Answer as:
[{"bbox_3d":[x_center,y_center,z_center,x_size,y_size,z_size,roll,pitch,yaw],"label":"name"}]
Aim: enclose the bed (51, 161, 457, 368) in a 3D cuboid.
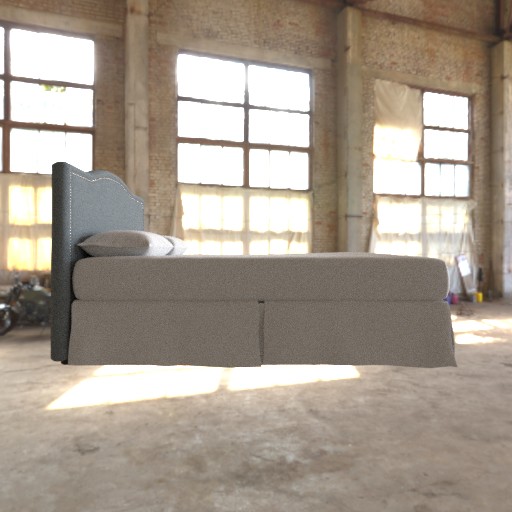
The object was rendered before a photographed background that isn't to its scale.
[{"bbox_3d":[0.000,0.000,3.916,2.689,1.457,2.161,0,0,0],"label":"bed"}]
